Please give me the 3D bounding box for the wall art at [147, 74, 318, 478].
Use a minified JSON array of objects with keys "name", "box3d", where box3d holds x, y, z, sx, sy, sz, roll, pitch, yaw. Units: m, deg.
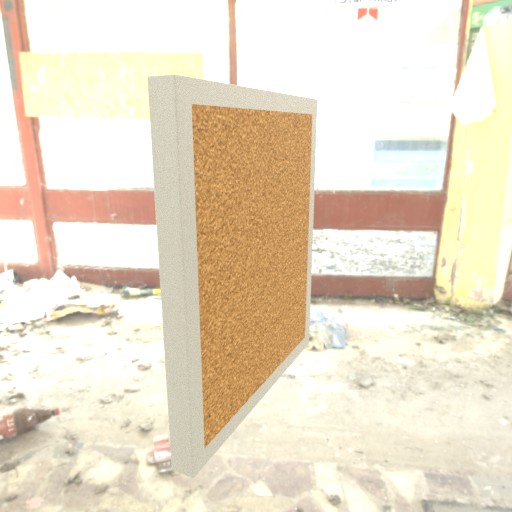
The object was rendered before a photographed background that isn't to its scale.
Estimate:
[{"name":"wall art","box3d":[0.000,0.000,0.543,0.028,0.381,0.331,8,18,26]}]
